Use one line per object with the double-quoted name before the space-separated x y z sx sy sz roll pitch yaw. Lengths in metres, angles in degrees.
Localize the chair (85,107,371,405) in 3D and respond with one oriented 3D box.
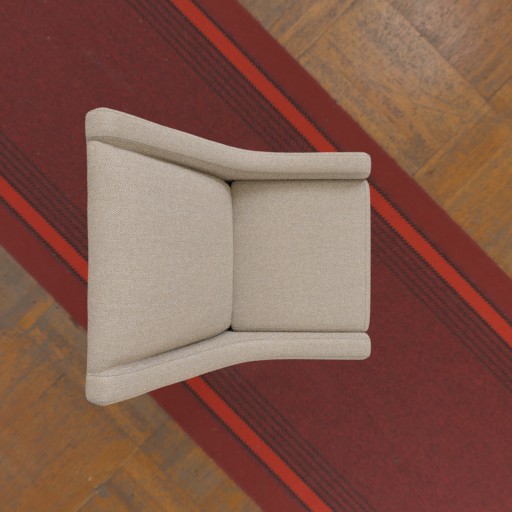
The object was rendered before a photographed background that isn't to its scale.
"chair" 0.000 0.000 1.601 0.870 1.014 0.774 0 90 1
